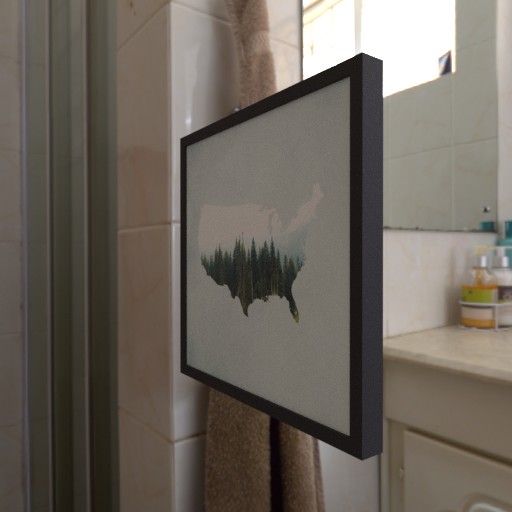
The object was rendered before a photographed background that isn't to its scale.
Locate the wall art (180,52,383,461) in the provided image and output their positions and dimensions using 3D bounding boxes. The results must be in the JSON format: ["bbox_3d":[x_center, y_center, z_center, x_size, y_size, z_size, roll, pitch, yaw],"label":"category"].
[{"bbox_3d":[0.000,0.000,0.769,0.040,0.509,0.509,0,0,-36],"label":"wall art"}]
